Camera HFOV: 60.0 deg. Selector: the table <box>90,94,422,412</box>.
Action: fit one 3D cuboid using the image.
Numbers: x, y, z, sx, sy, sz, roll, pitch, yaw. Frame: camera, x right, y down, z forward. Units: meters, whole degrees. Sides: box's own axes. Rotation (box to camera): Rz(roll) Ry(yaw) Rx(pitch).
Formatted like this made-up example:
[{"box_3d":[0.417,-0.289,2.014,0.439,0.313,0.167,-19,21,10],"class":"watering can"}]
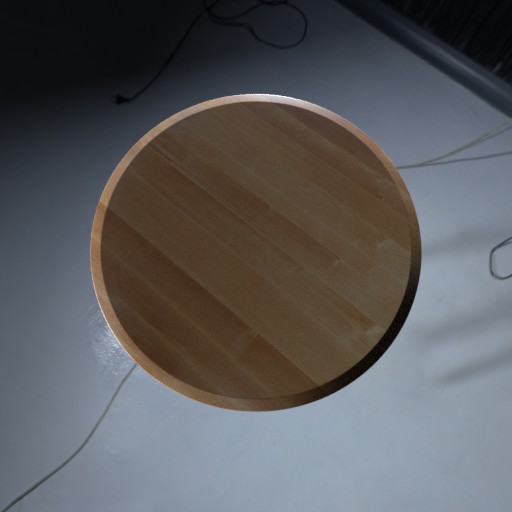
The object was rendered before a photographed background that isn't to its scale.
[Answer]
[{"box_3d":[0.000,0.000,1.396,0.900,0.400,0.900,0,75,0],"class":"table"}]
